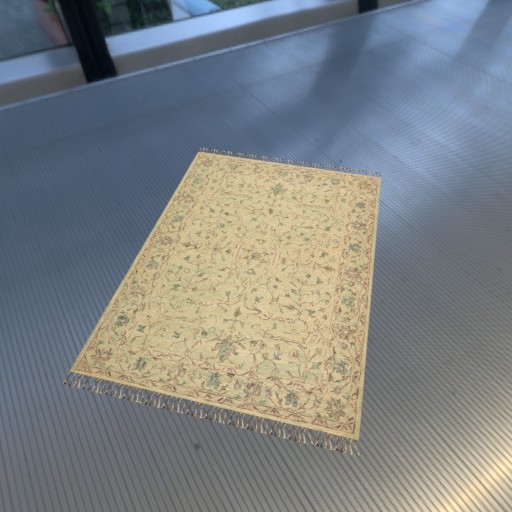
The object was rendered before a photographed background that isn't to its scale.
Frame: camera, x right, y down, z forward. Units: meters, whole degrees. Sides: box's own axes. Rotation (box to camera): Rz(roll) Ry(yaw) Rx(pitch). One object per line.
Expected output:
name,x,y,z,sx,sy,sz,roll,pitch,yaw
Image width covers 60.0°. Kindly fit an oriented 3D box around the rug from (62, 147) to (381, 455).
rug,0.000,0.000,2.340,1.247,0.008,1.802,10,48,9
